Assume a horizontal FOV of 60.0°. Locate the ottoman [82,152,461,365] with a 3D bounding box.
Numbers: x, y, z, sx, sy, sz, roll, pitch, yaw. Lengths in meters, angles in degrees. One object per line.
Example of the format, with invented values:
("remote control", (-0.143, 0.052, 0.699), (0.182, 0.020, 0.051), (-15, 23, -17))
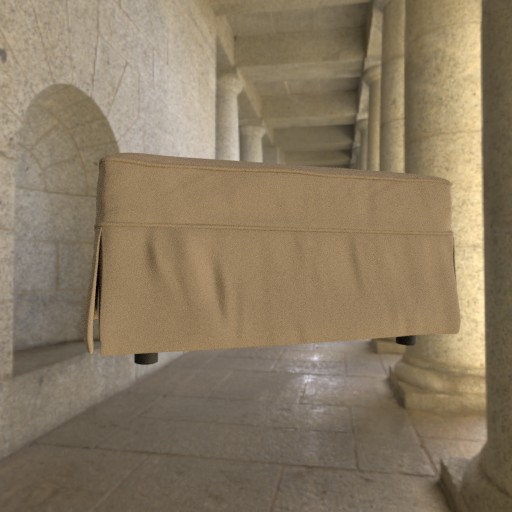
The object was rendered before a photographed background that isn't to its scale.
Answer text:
("ottoman", (0.000, 0.000, 1.333), (0.959, 0.482, 0.721), (0, -1, -19))
